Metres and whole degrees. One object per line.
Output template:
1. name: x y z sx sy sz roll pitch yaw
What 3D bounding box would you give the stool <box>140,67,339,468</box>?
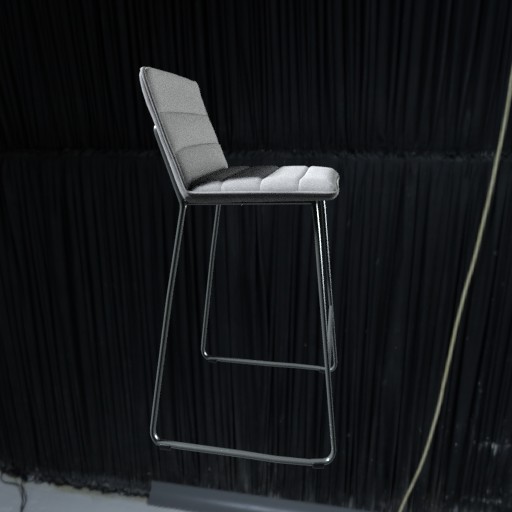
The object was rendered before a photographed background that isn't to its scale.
1. stool: 0.000 0.000 1.245 0.490 0.960 0.490 3 17 10
